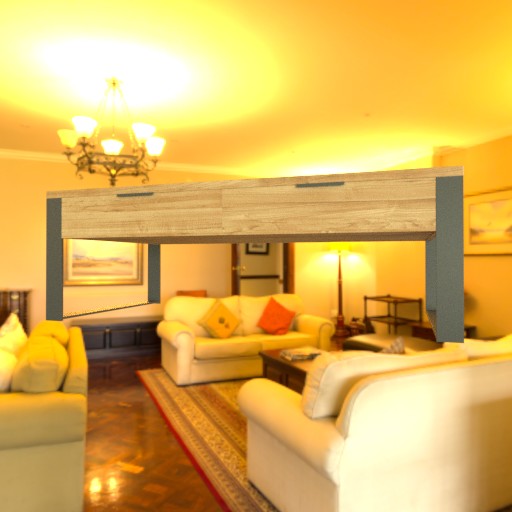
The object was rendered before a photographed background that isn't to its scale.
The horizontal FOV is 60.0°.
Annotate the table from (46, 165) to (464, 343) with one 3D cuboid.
[{"bbox_3d":[0.000,0.000,1.456,1.180,0.400,0.590,0,-1,19],"label":"table"}]
